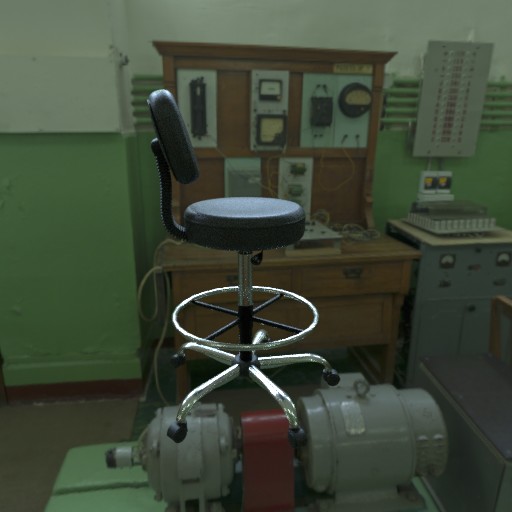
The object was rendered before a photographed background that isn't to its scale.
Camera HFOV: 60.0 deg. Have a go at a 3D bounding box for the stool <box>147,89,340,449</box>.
[{"bbox_3d":[0.000,0.000,1.530,0.658,1.069,0.694,-3,17,-9],"label":"stool"}]
